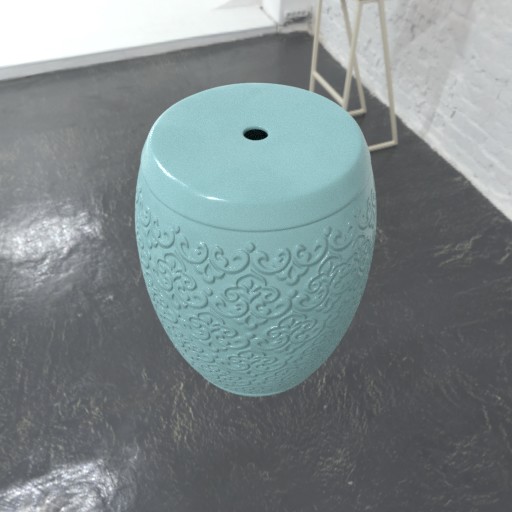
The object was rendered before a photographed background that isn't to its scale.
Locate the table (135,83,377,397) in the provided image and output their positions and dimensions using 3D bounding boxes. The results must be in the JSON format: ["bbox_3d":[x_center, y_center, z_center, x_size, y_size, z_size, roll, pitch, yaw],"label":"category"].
[{"bbox_3d":[0.000,0.000,0.622,0.309,0.397,0.309,0,48,0],"label":"table"}]
